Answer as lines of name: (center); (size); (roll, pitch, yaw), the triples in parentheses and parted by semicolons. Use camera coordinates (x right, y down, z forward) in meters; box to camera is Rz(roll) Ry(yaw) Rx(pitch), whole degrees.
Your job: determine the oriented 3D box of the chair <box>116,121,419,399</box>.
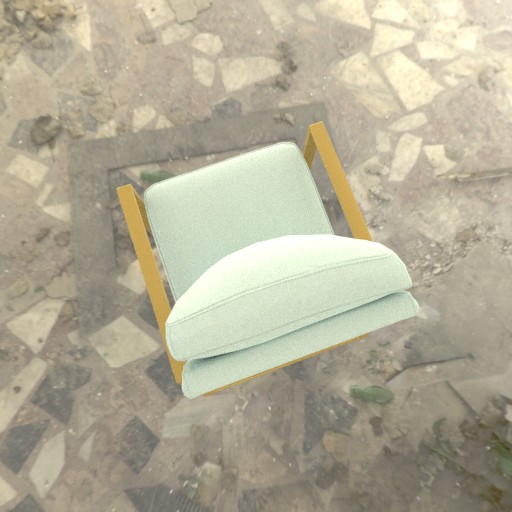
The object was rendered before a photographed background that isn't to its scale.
chair: (0.000, 0.000, 1.567); (0.758, 0.956, 0.813); (-19, 77, -5)
